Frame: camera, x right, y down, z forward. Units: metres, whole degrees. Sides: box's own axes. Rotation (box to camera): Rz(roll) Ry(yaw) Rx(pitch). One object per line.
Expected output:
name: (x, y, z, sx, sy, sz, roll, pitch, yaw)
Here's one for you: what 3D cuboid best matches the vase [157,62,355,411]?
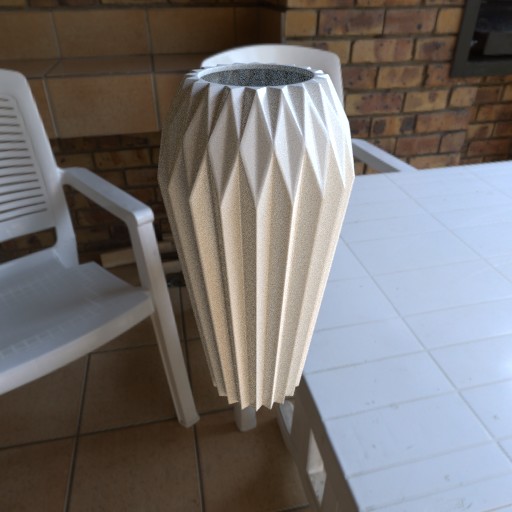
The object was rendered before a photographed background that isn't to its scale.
vase: (0.000, 0.000, 0.341, 0.133, 0.263, 0.133, 0, 33, 0)
